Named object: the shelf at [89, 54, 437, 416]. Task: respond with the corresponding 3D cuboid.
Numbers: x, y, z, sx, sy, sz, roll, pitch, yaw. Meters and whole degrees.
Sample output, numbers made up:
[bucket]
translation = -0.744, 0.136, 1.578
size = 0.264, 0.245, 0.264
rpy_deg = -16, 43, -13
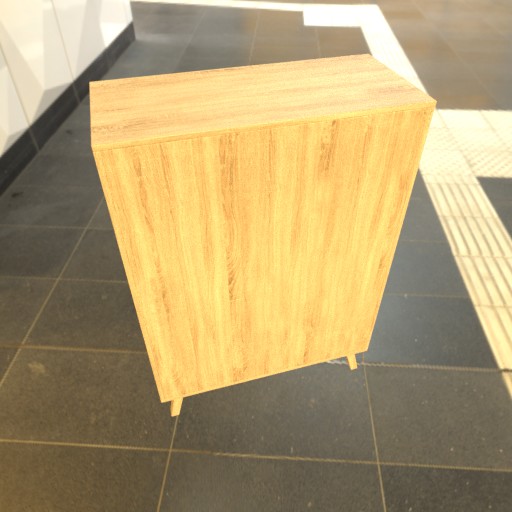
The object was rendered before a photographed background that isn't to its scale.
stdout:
[shelf]
translation = 0.000, 0.000, 1.851
size = 1.000, 1.390, 0.450
rpy_deg = -11, 43, -12
